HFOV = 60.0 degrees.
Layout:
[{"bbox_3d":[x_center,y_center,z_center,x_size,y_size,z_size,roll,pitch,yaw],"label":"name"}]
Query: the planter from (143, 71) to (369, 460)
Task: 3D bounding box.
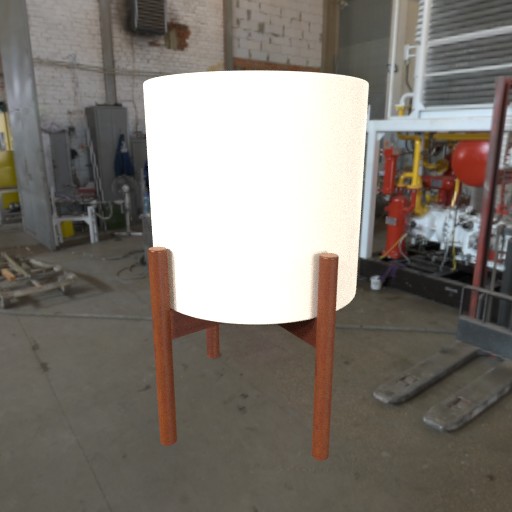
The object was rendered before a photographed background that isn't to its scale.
[{"bbox_3d":[0.000,0.000,0.931,0.417,0.670,0.417,2,15,9],"label":"planter"}]
